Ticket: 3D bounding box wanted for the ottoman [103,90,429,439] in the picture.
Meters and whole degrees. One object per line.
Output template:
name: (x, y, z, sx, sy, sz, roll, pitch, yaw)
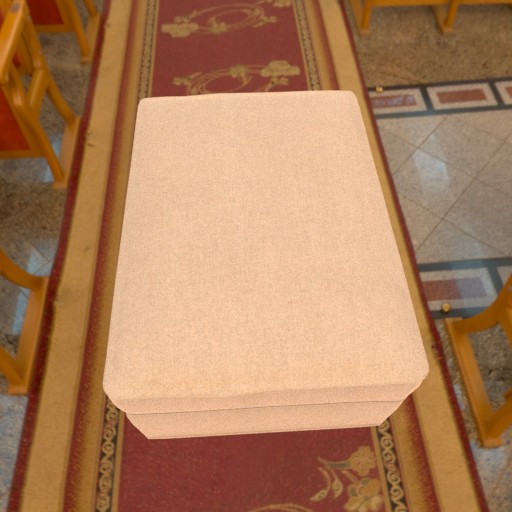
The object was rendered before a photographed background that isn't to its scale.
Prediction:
ottoman: (0.000, 0.000, 1.198, 0.617, 0.503, 0.846, -3, 58, -2)
